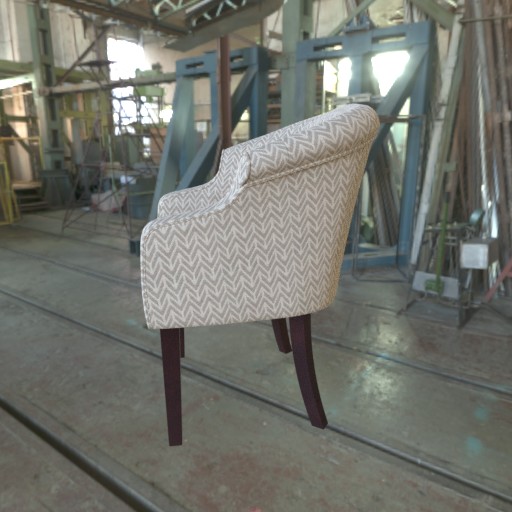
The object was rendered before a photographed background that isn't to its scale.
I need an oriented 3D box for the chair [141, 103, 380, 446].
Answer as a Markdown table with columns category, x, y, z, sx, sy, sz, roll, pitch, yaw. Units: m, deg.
| category | x | y | z | sx | sy | sz | roll | pitch | yaw |
| --- | --- | --- | --- | --- | --- | --- | --- | --- | --- |
| chair | 0.000 | 0.000 | 1.317 | 0.613 | 0.858 | 0.686 | -2 | 14 | -8 |
